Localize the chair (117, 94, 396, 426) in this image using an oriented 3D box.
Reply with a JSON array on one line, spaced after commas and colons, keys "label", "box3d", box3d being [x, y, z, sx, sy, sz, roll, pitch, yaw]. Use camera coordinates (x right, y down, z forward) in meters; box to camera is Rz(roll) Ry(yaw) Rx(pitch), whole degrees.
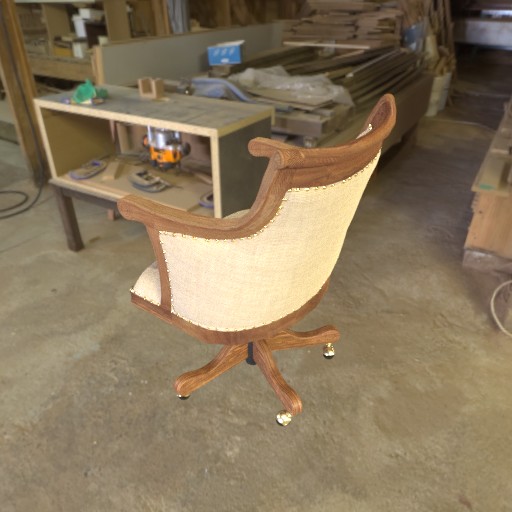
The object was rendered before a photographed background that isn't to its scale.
[{"label": "chair", "box3d": [0.000, 0.000, 1.434, 0.689, 0.965, 0.656, 20, 37, 29]}]
